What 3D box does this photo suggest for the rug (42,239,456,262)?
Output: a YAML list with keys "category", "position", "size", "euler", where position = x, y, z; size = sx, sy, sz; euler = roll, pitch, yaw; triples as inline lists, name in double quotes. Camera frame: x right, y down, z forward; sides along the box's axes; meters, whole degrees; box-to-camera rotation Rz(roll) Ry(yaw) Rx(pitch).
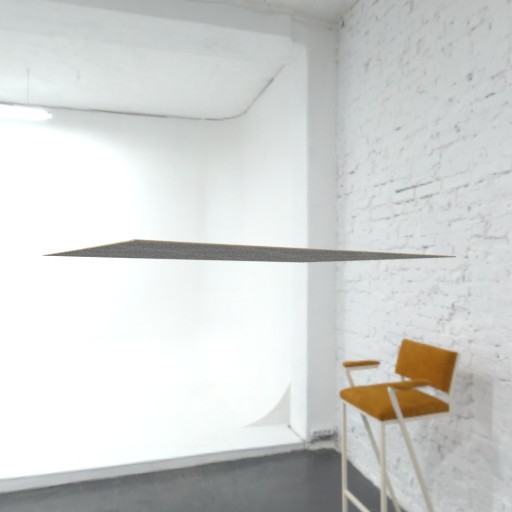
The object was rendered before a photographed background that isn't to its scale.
- category: "rug"
  position: [0.000, 0.000, 2.920]
  size: [2.284, 0.008, 1.522]
  euler: [2, -3, -37]
